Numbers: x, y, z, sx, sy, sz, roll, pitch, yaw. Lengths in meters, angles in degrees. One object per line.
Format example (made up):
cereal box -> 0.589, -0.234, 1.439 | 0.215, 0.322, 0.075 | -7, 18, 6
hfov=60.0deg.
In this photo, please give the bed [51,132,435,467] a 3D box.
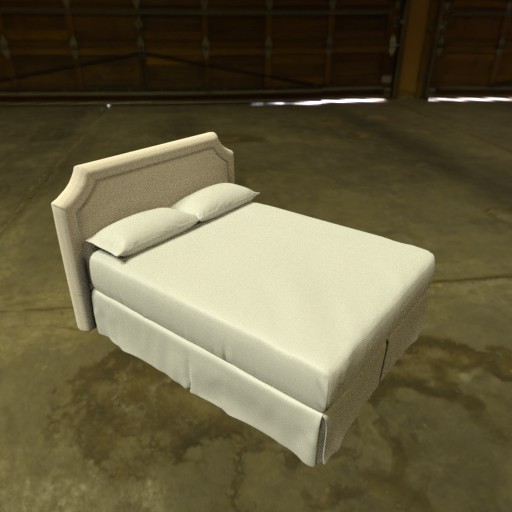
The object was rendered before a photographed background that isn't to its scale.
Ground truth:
bed -> 0.000, 0.000, 3.258 | 2.164, 1.297, 1.828 | 20, 34, 33
